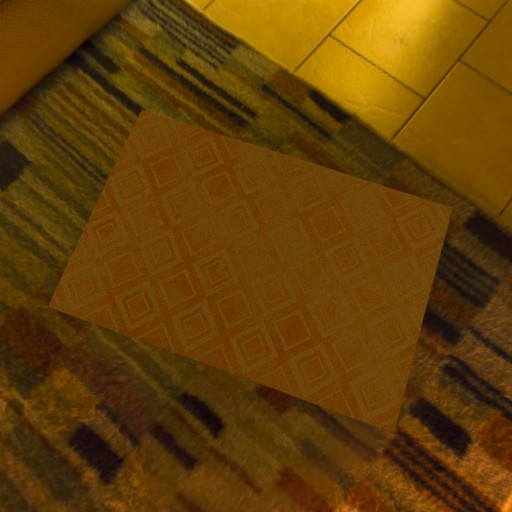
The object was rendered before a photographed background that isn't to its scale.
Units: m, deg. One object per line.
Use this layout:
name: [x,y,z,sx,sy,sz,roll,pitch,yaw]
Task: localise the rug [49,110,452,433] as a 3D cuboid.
rug: [0.000,0.000,2.333,1.829,0.010,1.213,19,76,5]
